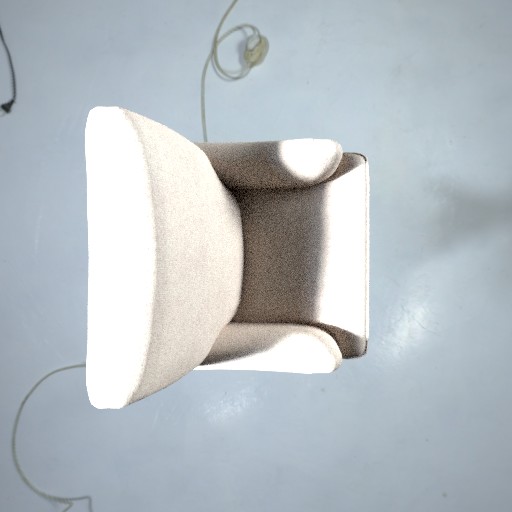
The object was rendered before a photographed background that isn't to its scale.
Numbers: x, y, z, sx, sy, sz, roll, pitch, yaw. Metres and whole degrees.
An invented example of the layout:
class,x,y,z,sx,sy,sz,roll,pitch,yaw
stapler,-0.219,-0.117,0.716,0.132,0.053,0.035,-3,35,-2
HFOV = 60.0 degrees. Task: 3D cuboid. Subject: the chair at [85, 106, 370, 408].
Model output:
class,x,y,z,sx,sy,sz,roll,pitch,yaw
chair,0.000,0.000,1.768,0.953,1.119,0.879,0,91,0
